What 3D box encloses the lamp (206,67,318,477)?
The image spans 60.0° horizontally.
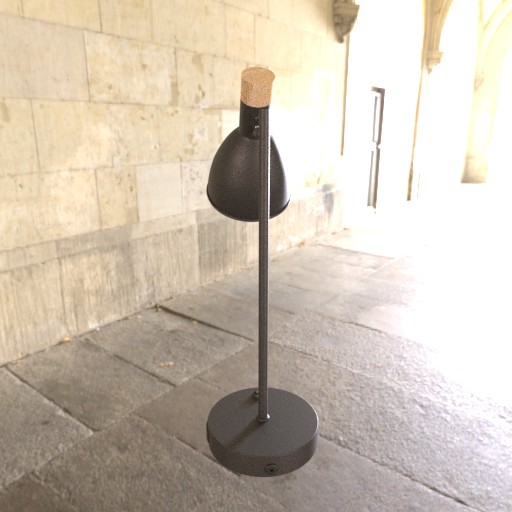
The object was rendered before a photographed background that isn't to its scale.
[{"bbox_3d":[0.000,0.000,0.610,0.152,0.483,0.287,-2,16,-7],"label":"lamp"}]
